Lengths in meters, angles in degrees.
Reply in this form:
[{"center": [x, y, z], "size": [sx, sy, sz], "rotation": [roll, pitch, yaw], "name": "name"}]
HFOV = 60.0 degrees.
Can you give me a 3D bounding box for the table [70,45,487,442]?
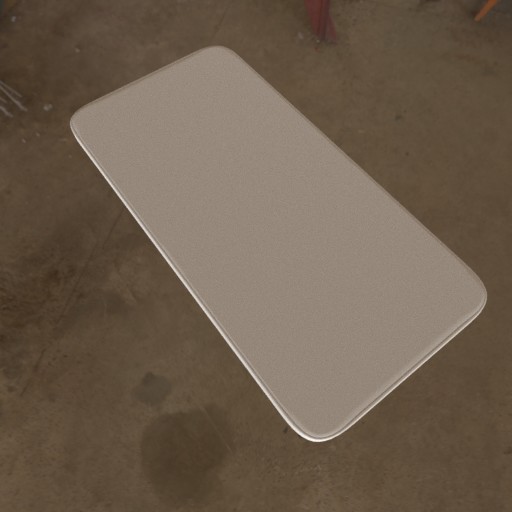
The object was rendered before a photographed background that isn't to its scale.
[{"center": [0.000, 0.000, 1.567], "size": [0.610, 0.729, 1.219], "rotation": [-34, 67, -16], "name": "table"}]
